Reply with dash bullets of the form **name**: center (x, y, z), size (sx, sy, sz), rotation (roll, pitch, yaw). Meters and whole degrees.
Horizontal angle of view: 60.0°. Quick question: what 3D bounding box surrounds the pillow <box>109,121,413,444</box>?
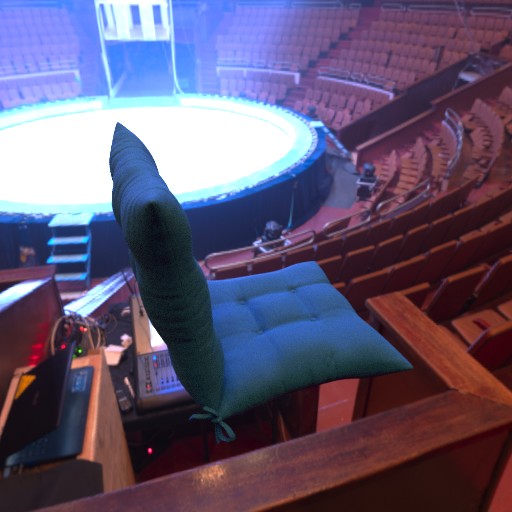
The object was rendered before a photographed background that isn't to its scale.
- **pillow**: center (0.000, 0.000, 1.012), size (0.585, 0.536, 0.541), rotation (-10, 31, -17)
